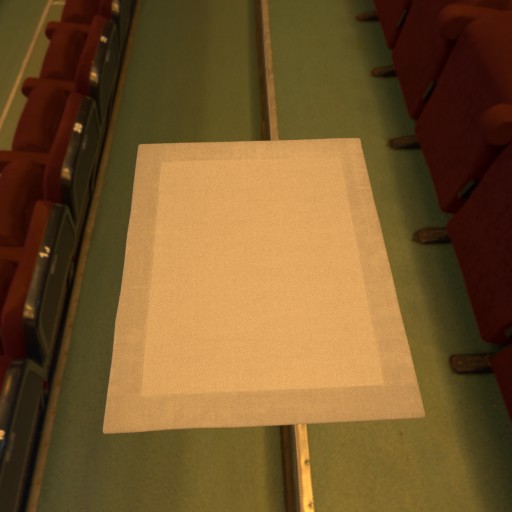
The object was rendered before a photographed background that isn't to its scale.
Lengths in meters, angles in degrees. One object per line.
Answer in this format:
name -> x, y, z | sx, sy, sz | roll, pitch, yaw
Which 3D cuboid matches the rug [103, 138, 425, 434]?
rug -> 0.000, 0.000, 4.082 | 2.430, 0.018, 2.976 | -2, 58, -1
